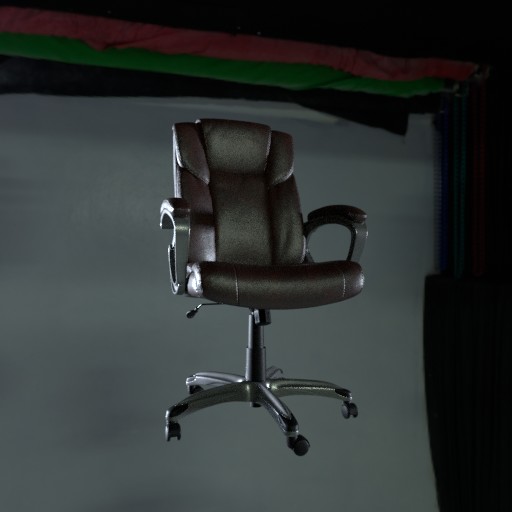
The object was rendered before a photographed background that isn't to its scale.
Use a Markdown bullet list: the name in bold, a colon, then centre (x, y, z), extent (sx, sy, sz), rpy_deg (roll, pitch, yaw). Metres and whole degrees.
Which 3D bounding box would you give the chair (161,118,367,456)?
- **chair**: centre (0.000, 0.000, 1.564), extent (0.656, 1.128, 0.692), rpy_deg (0, -1, -18)
